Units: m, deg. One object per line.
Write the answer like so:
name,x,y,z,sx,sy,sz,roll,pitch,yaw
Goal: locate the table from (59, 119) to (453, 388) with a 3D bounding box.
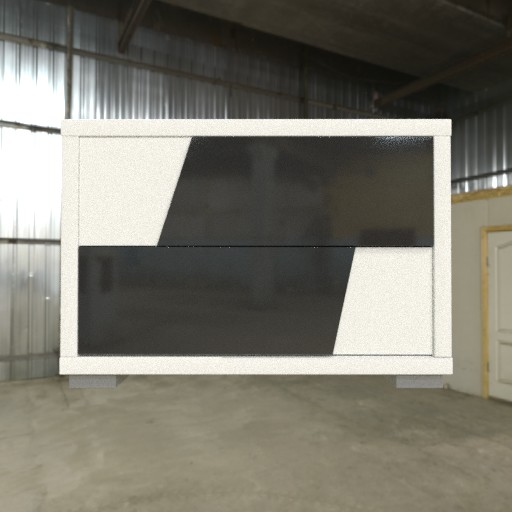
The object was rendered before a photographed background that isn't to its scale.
table,0.000,0.000,0.782,0.517,0.357,0.399,0,-1,0
